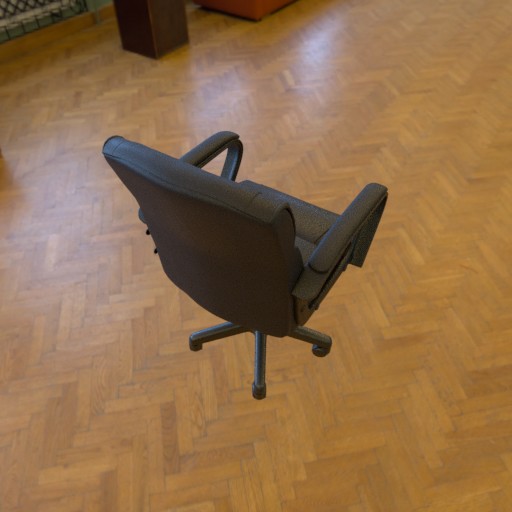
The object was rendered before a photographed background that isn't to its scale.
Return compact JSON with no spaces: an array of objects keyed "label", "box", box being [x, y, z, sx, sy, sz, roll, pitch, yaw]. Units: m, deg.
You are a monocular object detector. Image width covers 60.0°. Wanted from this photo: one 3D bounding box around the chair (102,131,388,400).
[{"label":"chair","box":[0.000,0.000,1.367,0.576,0.998,0.641,25,52,22]}]
